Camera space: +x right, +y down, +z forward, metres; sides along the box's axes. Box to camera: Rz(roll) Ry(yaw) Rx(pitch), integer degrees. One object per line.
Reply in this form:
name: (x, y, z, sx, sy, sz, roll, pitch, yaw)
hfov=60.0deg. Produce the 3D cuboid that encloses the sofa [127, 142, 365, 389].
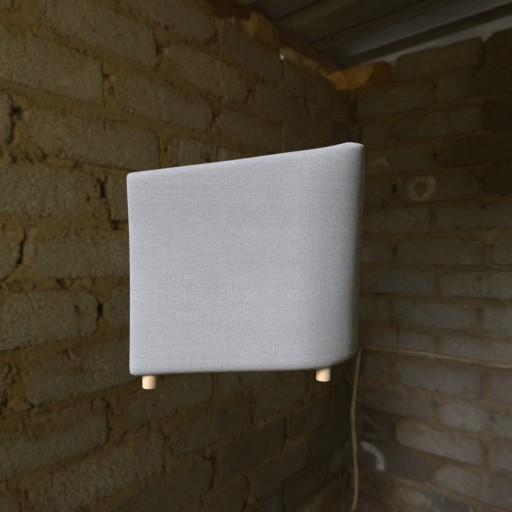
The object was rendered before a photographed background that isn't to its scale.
sofa: (0.000, 0.000, 1.890, 0.705, 0.721, 1.452, 0, 0, 0)
